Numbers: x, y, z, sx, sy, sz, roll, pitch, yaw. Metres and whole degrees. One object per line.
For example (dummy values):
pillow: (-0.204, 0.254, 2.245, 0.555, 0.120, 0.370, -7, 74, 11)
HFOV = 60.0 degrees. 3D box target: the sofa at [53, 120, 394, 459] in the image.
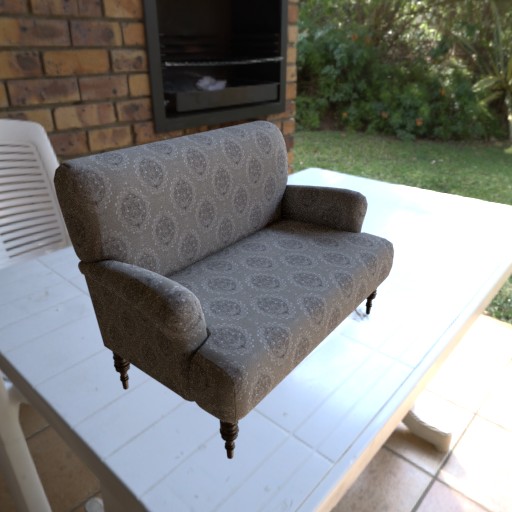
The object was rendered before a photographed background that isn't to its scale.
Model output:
sofa: (0.000, 0.000, 1.825, 0.779, 0.889, 1.297, 18, 31, 33)
